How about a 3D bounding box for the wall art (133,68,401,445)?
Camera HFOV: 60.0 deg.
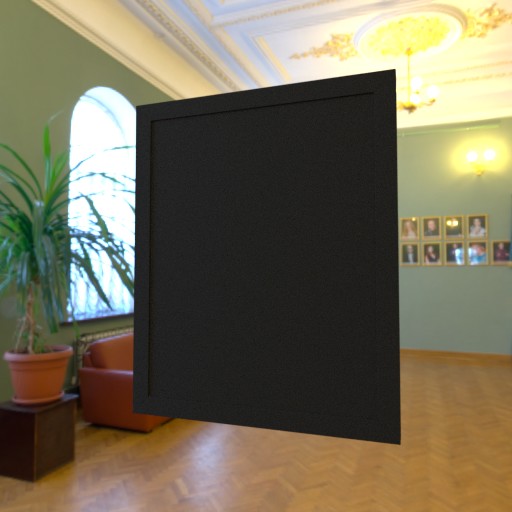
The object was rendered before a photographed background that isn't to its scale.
[{"bbox_3d":[0.000,0.000,0.747,0.457,0.559,0.033,-1,-2,19],"label":"wall art"}]
